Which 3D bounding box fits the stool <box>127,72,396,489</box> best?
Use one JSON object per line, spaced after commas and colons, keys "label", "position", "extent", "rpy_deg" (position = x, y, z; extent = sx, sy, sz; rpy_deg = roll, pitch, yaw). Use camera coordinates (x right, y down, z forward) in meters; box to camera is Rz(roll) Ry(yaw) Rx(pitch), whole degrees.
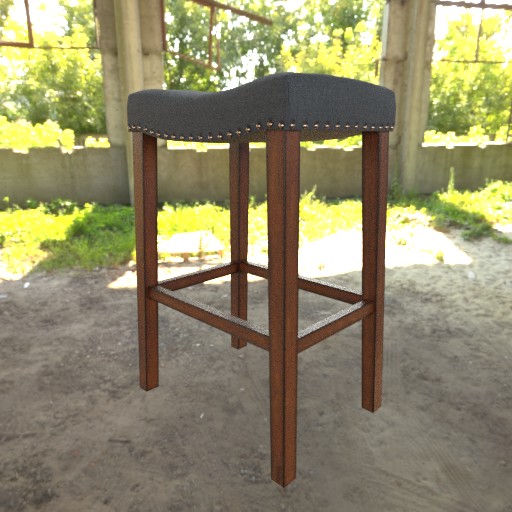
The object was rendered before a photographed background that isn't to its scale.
{"label": "stool", "position": [0.000, 0.000, 1.032], "extent": [0.502, 0.748, 0.366], "rpy_deg": [14, 21, 42]}
